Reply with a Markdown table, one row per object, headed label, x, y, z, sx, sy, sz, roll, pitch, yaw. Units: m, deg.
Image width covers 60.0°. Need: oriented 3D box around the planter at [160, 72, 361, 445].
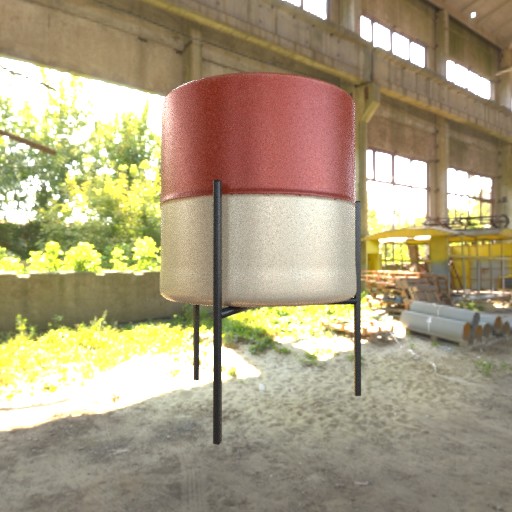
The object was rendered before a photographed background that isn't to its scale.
| label | x | y | z | sx | sy | sz | roll | pitch | yaw |
| --- | --- | --- | --- | --- | --- | --- | --- | --- | --- |
| planter | 0.000 | 0.000 | 0.533 | 0.235 | 0.354 | 0.251 | 0 | -1 | 18 |
